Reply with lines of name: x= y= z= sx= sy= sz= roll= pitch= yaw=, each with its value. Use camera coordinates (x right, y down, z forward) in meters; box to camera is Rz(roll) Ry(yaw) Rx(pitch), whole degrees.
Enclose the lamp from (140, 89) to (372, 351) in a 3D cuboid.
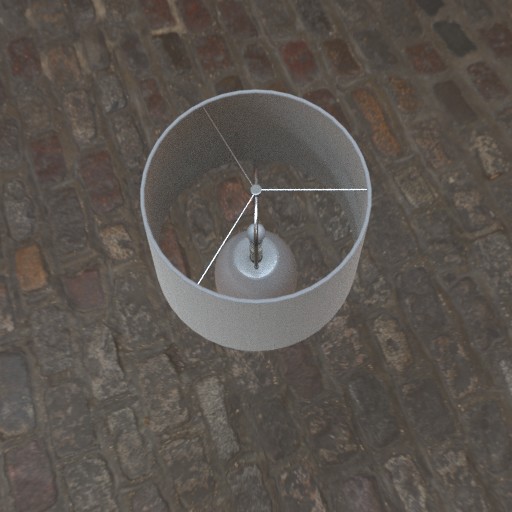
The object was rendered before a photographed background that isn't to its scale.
lamp: x=0.000 y=0.000 z=0.665 sx=0.285 sy=0.483 sz=0.285 roll=0 pitch=74 yaw=0
